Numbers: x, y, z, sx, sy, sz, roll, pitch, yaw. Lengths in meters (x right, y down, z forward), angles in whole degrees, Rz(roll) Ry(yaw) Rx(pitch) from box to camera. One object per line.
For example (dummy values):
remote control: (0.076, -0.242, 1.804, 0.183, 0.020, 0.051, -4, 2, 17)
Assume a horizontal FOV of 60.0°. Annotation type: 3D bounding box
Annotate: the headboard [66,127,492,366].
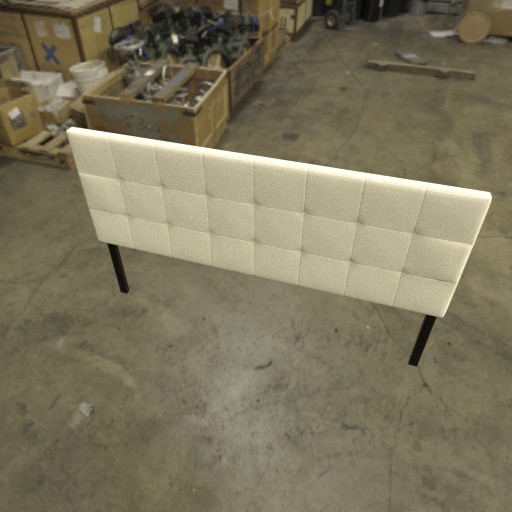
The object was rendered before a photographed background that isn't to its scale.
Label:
headboard: (0.000, 0.000, 2.834, 2.362, 1.410, 0.120, 12, 42, 14)
